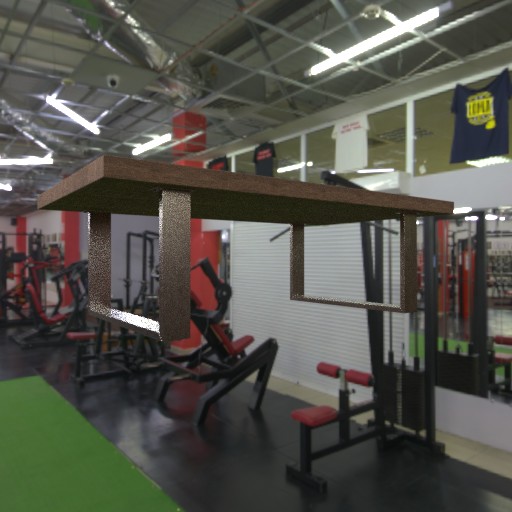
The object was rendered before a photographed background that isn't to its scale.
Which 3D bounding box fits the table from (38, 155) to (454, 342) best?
[{"bbox_3d":[0.000,0.000,1.709,1.400,0.440,0.800,0,0,-36],"label":"table"}]
